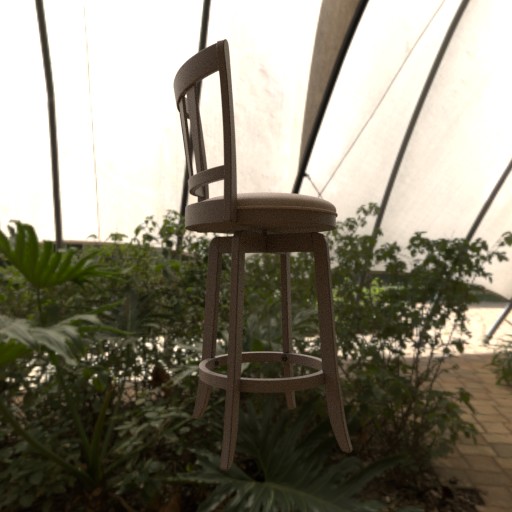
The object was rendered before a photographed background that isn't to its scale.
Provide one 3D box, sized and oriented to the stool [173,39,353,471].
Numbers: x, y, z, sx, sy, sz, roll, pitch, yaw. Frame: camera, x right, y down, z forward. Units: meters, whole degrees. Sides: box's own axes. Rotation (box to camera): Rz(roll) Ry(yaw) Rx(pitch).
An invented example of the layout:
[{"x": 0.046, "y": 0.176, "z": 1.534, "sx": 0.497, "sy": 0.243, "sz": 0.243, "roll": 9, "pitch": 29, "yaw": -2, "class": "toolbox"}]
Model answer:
[{"x": 0.000, "y": 0.000, "z": 1.287, "sx": 0.475, "sy": 1.023, "sz": 0.436, "roll": 1, "pitch": -2, "yaw": -18, "class": "stool"}]
